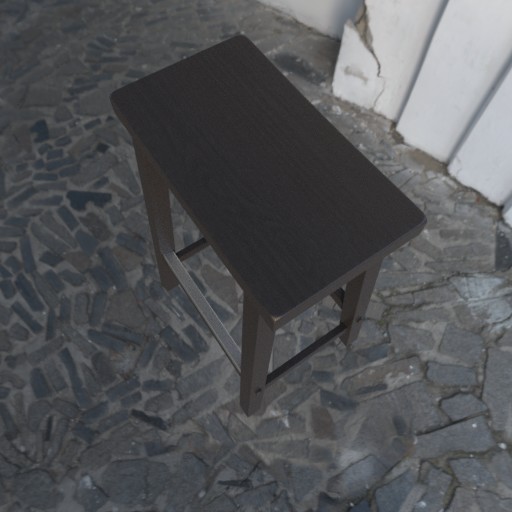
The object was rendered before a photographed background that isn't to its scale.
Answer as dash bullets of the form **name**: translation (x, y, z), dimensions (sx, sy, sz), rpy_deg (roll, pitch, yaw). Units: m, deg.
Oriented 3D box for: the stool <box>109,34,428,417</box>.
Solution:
- **stool**: translation (0.000, 0.000, 0.848), dimensions (0.322, 0.610, 0.406), rpy_deg (-31, 68, -15)
